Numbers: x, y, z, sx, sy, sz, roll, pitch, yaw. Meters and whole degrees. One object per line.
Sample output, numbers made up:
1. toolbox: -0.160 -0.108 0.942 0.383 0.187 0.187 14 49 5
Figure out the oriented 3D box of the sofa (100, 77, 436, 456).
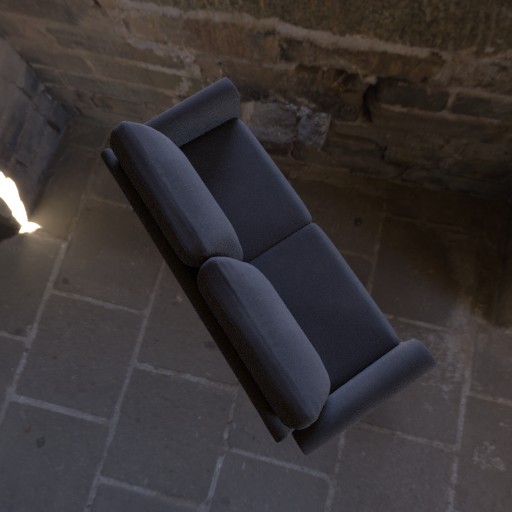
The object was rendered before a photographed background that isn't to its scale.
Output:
1. sofa: 0.000 0.000 2.413 0.842 0.942 1.935 -32 77 -8
